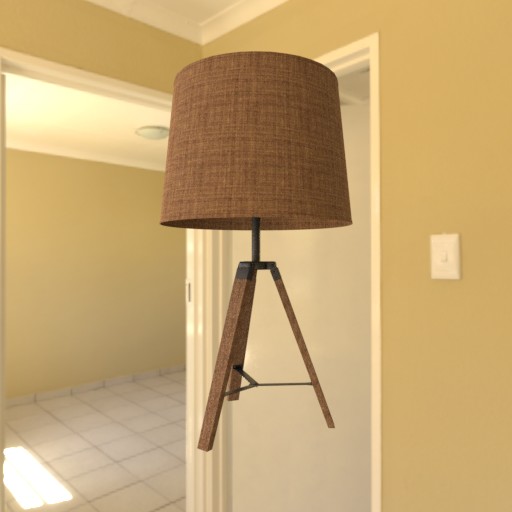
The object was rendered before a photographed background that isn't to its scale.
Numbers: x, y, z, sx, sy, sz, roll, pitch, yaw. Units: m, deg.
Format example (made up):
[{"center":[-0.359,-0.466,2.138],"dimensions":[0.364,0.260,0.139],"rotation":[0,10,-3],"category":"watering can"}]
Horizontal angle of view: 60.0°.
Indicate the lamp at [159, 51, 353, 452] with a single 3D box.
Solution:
[{"center":[0.000,0.000,0.680],"dimensions":[0.290,0.514,0.290],"rotation":[0,0,0],"category":"lamp"}]
